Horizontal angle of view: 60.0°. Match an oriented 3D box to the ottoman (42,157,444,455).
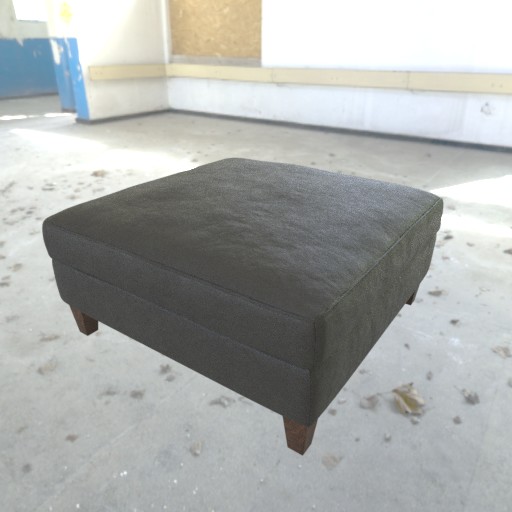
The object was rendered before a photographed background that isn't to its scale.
[{"bbox_3d":[0.000,0.000,1.304,0.844,0.415,0.836,17,31,31],"label":"ottoman"}]
